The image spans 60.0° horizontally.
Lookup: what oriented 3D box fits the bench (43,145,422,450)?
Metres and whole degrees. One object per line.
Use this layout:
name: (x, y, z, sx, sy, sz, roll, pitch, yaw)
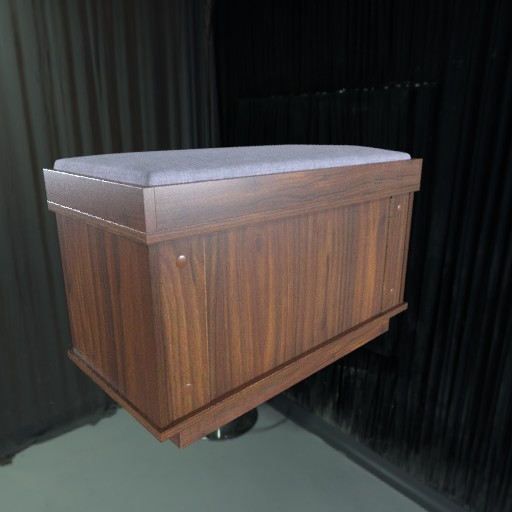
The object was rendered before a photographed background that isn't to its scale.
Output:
bench: (0.000, 0.000, 0.979, 0.734, 0.461, 0.362, -15, 22, -41)
